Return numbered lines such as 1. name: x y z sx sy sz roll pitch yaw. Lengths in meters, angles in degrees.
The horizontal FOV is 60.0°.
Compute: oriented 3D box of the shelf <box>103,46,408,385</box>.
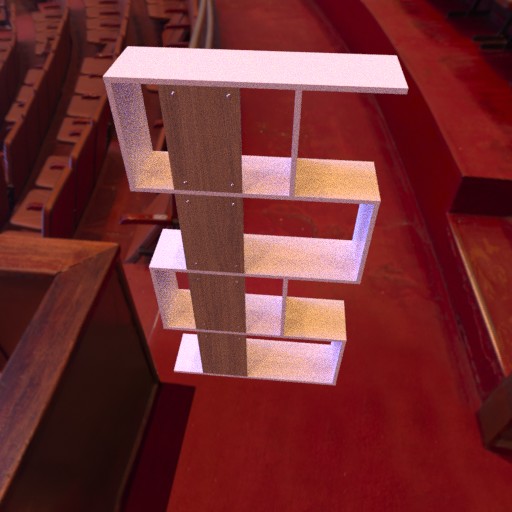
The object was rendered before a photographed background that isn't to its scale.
1. shelf: 0.000 0.000 1.950 0.890 1.650 0.250 4 45 4
